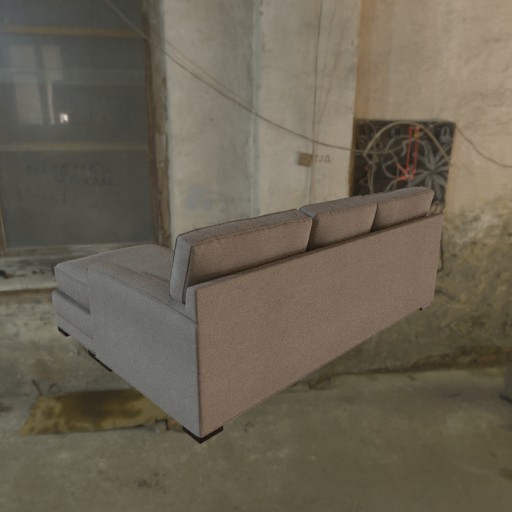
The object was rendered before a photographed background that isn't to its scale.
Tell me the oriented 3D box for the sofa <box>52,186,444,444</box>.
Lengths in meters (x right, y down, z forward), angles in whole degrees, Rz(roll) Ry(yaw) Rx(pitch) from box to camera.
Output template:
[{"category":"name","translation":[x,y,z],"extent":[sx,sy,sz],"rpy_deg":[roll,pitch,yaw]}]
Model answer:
[{"category":"sofa","translation":[0.000,0.000,2.855],"extent":[2.087,0.861,1.496],"rpy_deg":[-15,22,-42]}]
